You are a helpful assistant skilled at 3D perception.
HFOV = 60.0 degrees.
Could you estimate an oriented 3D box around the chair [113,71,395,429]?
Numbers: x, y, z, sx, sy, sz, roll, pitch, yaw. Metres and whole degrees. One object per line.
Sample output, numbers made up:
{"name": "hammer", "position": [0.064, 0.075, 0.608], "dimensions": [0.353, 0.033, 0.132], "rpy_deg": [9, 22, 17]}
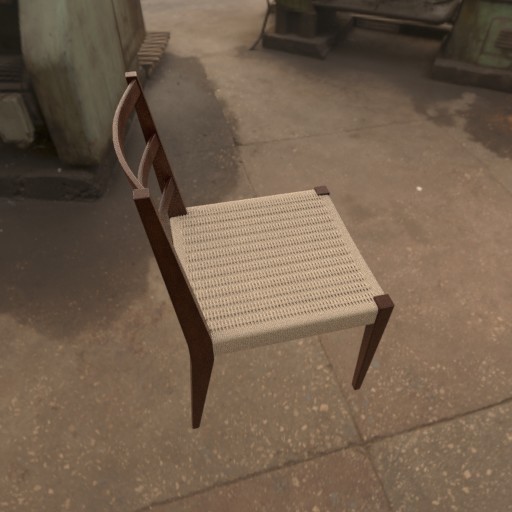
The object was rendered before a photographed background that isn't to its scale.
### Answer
{"name": "chair", "position": [0.000, 0.000, 1.152], "dimensions": [0.551, 0.813, 0.480], "rpy_deg": [-9, 46, -9]}
